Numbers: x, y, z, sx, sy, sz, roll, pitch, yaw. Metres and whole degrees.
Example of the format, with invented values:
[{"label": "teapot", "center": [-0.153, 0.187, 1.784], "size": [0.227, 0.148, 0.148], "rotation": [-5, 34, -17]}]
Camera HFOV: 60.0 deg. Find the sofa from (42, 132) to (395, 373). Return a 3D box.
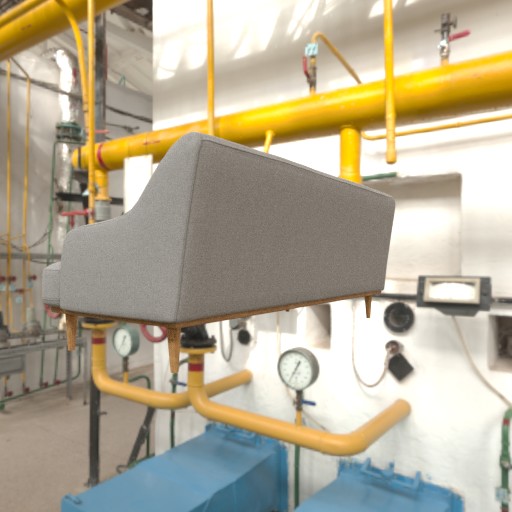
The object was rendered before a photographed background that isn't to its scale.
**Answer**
[{"label": "sofa", "center": [0.000, 0.000, 2.566], "size": [0.978, 0.871, 2.057], "rotation": [0, -1, 36]}]
